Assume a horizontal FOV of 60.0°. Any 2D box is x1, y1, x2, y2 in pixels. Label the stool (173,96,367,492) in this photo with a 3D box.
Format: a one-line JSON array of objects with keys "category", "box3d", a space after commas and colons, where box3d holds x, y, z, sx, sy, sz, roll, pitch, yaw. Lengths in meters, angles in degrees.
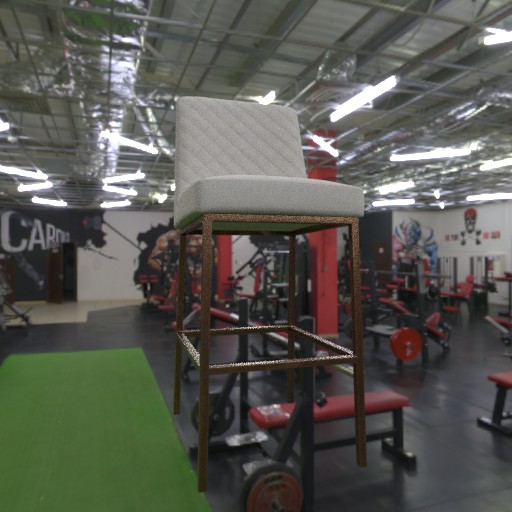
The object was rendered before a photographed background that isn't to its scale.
[{"category": "stool", "box3d": [0.000, 0.000, 1.332, 0.462, 1.084, 0.546, 0, 0, -17]}]
